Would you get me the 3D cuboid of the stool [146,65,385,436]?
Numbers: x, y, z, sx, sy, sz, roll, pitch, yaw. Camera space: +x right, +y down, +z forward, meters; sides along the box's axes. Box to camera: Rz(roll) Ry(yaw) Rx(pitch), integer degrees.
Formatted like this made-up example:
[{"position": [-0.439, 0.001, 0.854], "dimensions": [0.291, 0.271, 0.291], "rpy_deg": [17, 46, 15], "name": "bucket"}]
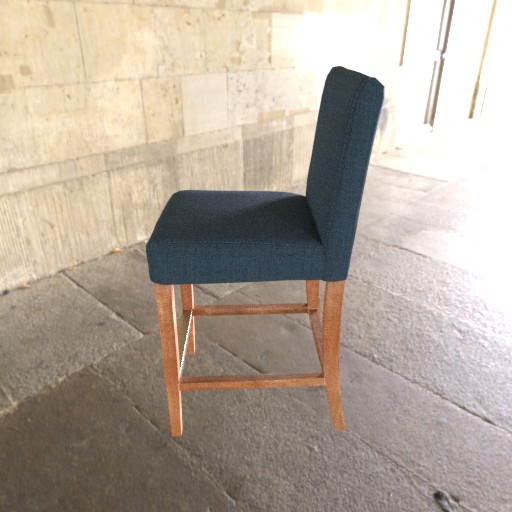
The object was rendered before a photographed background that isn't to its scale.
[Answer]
[{"position": [0.000, 0.000, 1.343], "dimensions": [0.567, 1.039, 0.454], "rpy_deg": [-1, 26, -1], "name": "stool"}]
